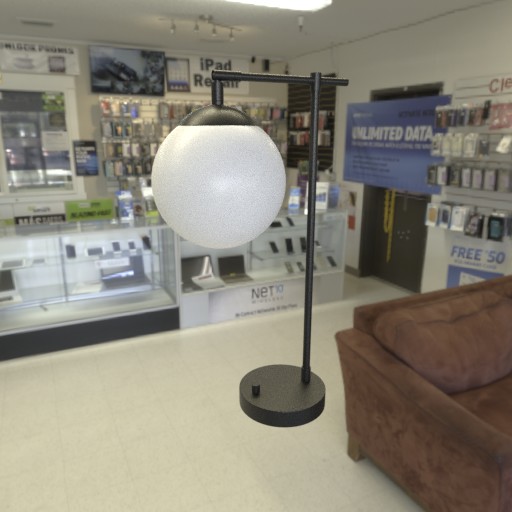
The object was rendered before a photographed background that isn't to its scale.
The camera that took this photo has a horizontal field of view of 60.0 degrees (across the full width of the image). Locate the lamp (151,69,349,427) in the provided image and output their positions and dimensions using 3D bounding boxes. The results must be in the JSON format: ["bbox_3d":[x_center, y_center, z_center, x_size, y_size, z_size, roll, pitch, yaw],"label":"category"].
[{"bbox_3d":[0.000,0.000,0.713,0.316,0.559,0.197,-7,17,-23],"label":"lamp"}]
